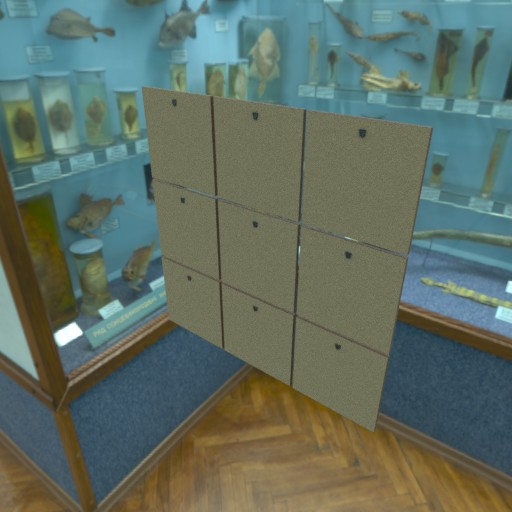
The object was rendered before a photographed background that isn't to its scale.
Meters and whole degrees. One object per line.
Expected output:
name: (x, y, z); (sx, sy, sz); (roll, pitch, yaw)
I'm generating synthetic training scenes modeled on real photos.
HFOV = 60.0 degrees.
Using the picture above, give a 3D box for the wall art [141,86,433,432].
wall art: (0.000, 0.000, 1.361); (0.906, 0.904, 0.018); (21, 35, 33)
